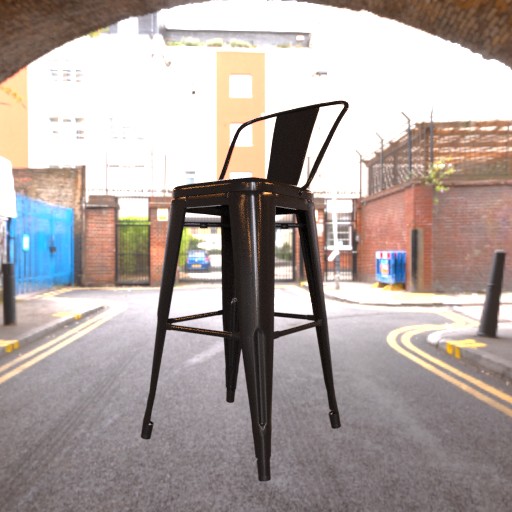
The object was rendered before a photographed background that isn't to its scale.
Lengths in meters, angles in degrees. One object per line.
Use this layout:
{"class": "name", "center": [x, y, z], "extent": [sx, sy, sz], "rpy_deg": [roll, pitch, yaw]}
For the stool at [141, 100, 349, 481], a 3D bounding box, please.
{"class": "stool", "center": [0.000, 0.000, 1.325], "extent": [0.432, 1.022, 0.528], "rpy_deg": [0, 1, 35]}
